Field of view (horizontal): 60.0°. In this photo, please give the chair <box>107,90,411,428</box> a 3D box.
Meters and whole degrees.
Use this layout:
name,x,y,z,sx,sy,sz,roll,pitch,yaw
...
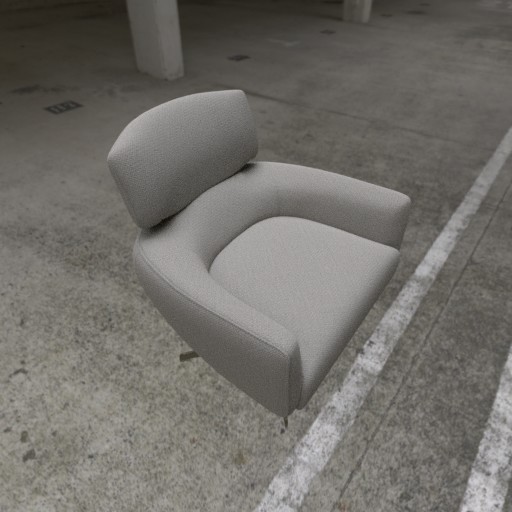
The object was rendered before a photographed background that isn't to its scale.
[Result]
name,x,y,z,sx,sy,sz,roll,pitch,yaw
chair,0.000,0.000,1.381,0.730,0.810,0.760,24,45,26
